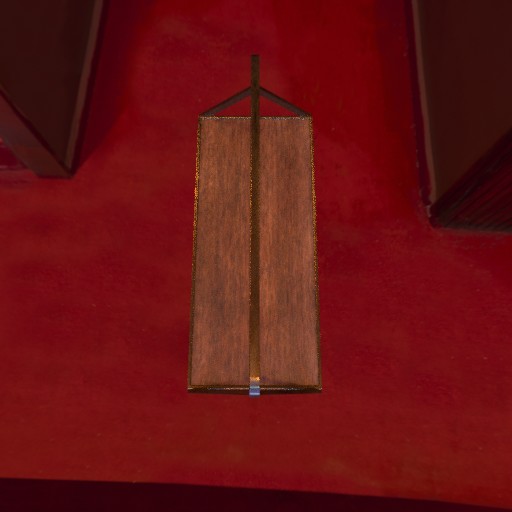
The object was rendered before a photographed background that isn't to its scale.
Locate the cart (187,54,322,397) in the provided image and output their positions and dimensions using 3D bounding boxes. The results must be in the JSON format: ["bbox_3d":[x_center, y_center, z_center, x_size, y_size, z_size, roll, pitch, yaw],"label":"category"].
[{"bbox_3d":[0.000,0.000,1.213,0.313,0.805,0.723,0,75,0],"label":"cart"}]
